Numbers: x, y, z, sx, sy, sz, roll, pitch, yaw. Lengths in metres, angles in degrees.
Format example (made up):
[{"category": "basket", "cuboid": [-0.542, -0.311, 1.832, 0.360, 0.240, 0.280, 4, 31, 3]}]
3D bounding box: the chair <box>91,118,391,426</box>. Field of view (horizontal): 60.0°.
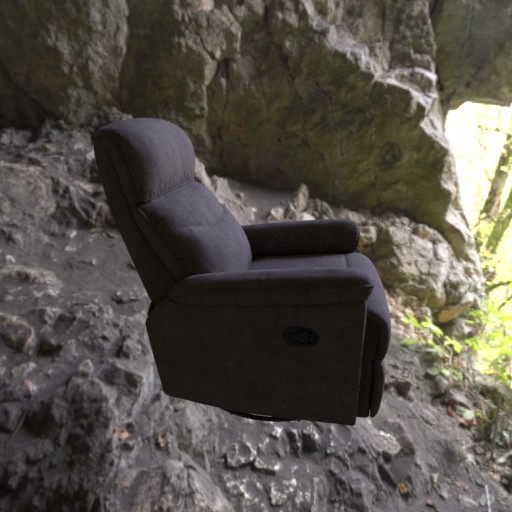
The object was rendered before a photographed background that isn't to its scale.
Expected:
[{"category": "chair", "cuboid": [0.000, 0.000, 1.743, 1.009, 1.036, 0.830, 3, 18, 8]}]
